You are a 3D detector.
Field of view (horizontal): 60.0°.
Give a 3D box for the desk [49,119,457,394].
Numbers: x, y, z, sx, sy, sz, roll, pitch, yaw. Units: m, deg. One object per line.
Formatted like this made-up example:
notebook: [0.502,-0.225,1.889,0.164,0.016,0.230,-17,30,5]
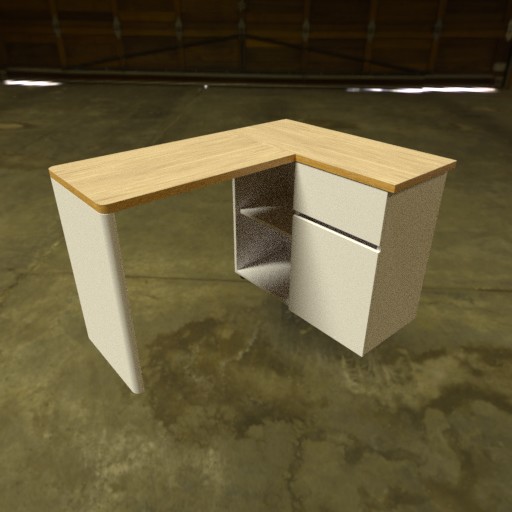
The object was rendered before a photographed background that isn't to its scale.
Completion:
desk: [0.000,0.000,1.778,1.170,0.760,0.900,-23,37,-35]
